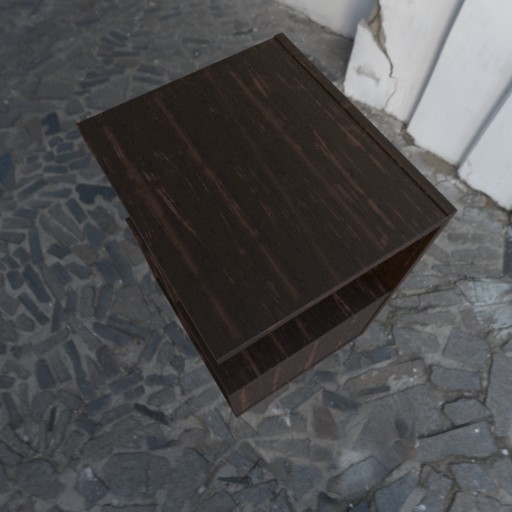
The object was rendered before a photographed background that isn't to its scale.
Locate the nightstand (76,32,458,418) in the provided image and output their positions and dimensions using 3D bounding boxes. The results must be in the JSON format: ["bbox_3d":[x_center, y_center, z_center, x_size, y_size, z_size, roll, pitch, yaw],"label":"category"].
[{"bbox_3d":[0.000,0.000,0.847,0.356,0.559,0.400,-30,67,-14],"label":"nightstand"}]
